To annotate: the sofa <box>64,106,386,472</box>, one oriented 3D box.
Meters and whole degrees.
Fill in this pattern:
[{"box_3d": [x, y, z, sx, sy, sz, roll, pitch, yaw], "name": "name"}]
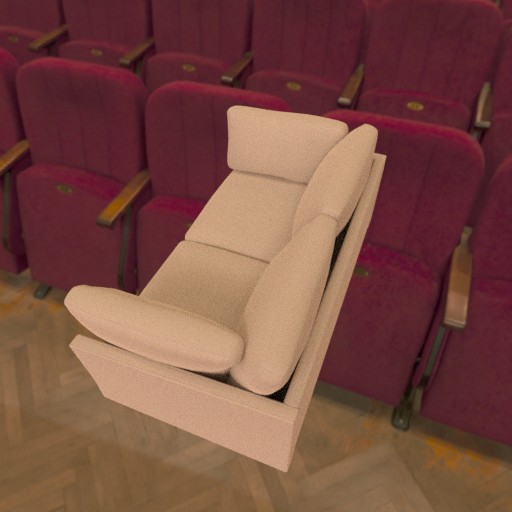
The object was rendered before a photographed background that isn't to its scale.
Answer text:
[{"box_3d": [0.000, 0.000, 2.328, 0.970, 0.836, 1.776, 16, 49, 15], "name": "sofa"}]
